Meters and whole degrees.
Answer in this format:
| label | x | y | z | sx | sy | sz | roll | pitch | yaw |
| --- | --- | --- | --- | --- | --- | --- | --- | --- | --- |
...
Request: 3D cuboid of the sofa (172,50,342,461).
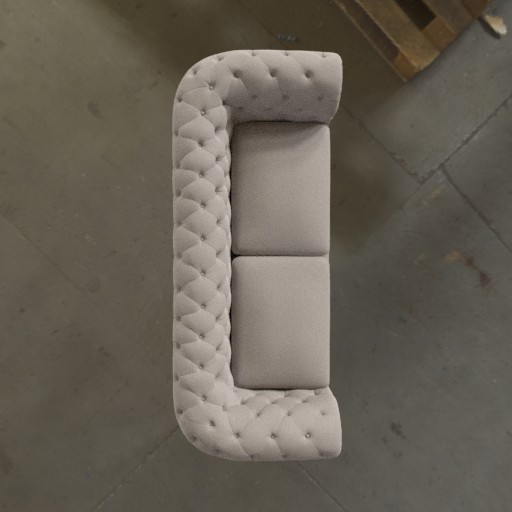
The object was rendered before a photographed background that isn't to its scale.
| label | x | y | z | sx | sy | sz | roll | pitch | yaw |
| --- | --- | --- | --- | --- | --- | --- | --- | --- | --- |
| sofa | 0.000 | 0.000 | 2.849 | 0.991 | 0.749 | 2.411 | 0 | 91 | -2 |
